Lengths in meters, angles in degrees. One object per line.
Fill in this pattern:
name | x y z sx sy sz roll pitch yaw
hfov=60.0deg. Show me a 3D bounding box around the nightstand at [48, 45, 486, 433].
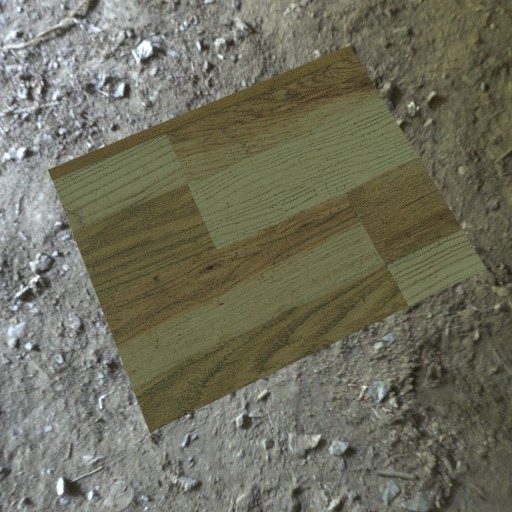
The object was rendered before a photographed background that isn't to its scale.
nightstand | 0.000 0.000 1.010 0.558 0.632 0.481 -24 77 -6
